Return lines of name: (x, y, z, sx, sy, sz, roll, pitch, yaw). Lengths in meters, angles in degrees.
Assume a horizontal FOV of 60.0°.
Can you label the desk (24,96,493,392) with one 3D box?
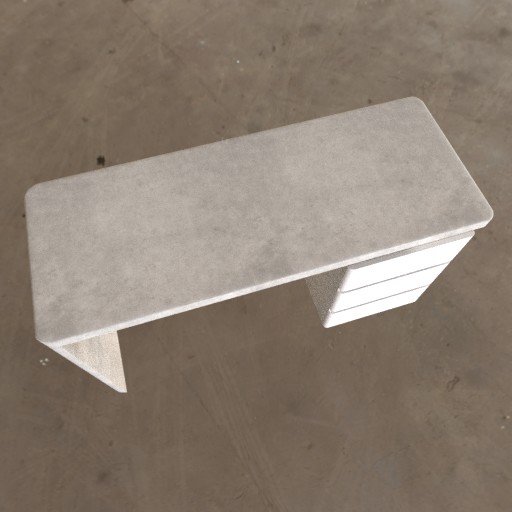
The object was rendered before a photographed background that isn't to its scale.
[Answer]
desk: (0.000, 0.000, 1.732, 1.400, 0.755, 0.550, -15, 64, -8)
